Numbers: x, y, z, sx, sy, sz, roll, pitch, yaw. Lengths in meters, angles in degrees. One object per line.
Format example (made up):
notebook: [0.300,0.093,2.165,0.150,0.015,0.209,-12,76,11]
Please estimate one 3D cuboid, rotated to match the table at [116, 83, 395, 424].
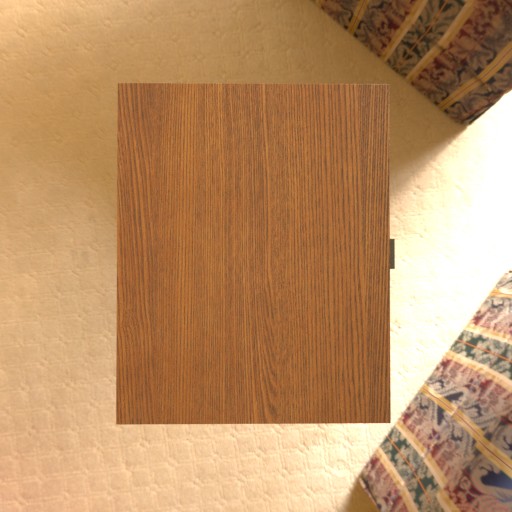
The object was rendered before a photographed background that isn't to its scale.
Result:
table: [0.000,0.000,0.931,0.400,0.610,0.482,0,89,-1]
